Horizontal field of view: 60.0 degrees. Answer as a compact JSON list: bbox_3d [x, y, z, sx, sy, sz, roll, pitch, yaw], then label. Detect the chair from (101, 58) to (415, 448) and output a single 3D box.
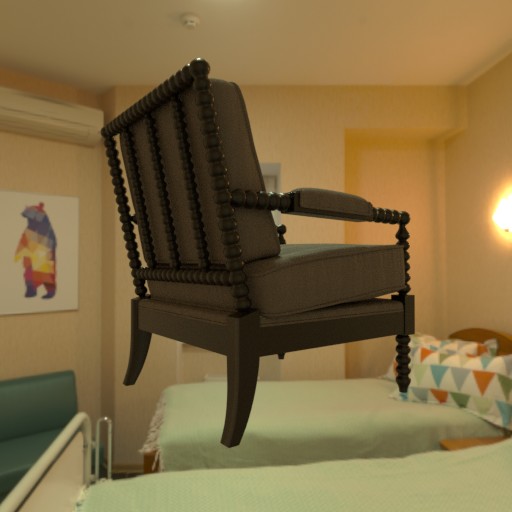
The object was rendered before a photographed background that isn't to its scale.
[{"bbox_3d":[0.000,0.000,1.102,0.622,0.661,0.540,1,-1,-37],"label":"chair"}]
